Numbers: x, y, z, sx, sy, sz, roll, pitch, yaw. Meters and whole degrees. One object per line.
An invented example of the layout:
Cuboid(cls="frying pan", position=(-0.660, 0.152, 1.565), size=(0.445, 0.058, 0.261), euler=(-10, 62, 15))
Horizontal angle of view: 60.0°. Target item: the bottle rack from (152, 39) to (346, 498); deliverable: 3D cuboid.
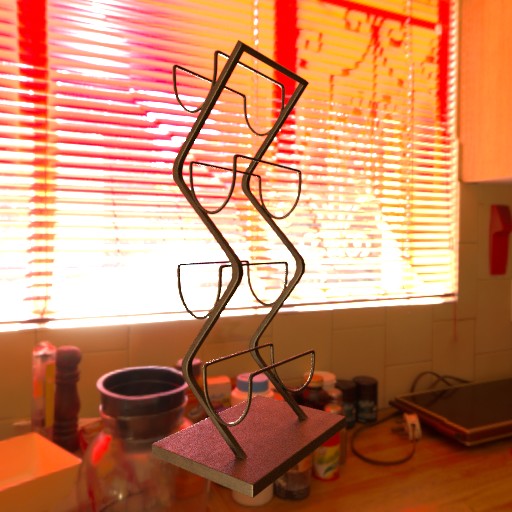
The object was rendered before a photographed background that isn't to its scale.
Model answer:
Cuboid(cls="bottle rack", position=(0.000, 0.000, 0.665), size=(0.178, 0.559, 0.254), euler=(1, 2, 36))
